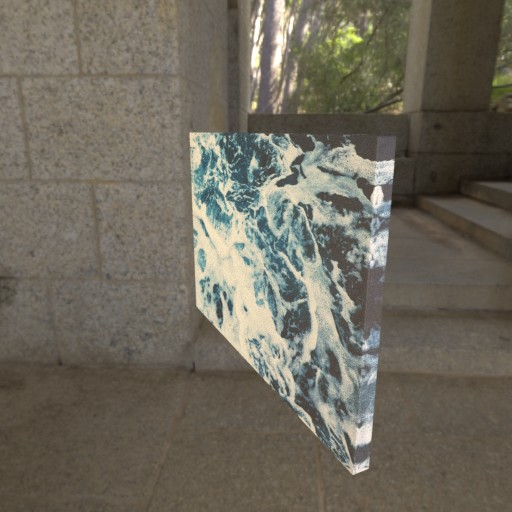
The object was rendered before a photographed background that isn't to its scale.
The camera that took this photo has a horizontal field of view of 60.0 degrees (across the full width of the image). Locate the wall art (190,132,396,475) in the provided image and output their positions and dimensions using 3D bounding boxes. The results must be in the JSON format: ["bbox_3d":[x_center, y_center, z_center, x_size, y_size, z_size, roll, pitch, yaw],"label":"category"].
[{"bbox_3d":[0.000,0.000,1.144,0.042,0.610,0.915,-8,17,-25],"label":"wall art"}]
